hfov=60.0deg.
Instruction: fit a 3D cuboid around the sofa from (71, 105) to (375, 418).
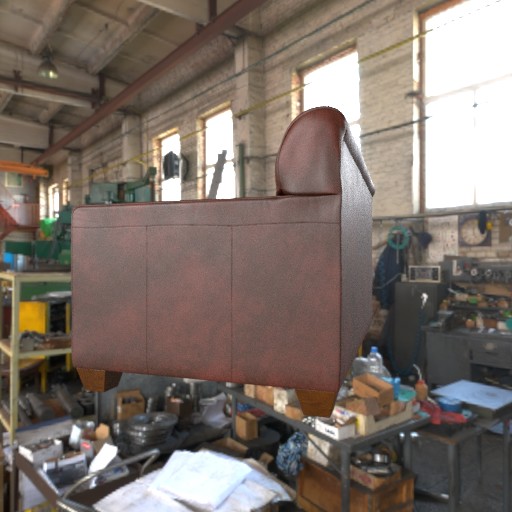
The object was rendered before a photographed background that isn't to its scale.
[{"bbox_3d":[0.000,0.000,2.057,1.000,0.956,1.413,0,0,18],"label":"sofa"}]
